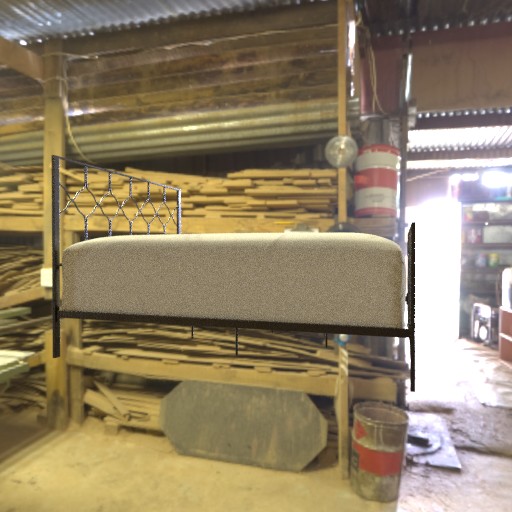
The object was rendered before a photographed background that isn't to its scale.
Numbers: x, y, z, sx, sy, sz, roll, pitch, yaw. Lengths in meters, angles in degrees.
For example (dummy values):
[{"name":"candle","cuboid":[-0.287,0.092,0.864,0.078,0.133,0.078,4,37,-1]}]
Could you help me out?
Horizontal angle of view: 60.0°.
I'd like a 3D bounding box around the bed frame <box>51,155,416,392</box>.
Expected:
[{"name":"bed frame","cuboid":[0.000,0.000,3.106,2.063,1.222,1.597,0,1,18]}]
